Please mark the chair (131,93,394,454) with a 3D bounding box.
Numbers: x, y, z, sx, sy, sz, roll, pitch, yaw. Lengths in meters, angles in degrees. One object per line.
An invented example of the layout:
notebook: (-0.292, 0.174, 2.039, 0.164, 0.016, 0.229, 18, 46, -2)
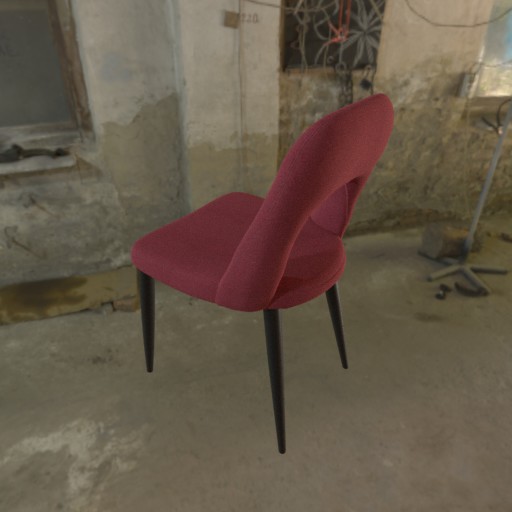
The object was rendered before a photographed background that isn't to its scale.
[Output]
chair: (0.000, 0.000, 1.214, 0.569, 0.892, 0.483, 21, 38, 30)
